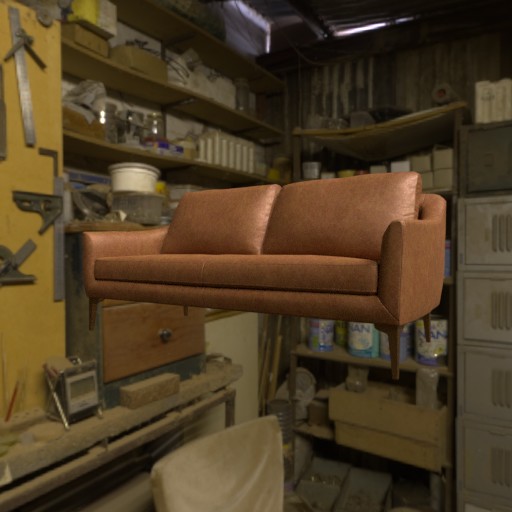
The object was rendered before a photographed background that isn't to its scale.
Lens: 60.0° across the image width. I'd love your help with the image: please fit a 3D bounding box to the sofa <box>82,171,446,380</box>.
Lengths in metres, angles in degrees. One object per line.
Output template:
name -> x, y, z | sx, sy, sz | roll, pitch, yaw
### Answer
sofa -> 0.000, 0.000, 2.634 | 2.036, 0.945, 0.981 | 0, 1, 34
